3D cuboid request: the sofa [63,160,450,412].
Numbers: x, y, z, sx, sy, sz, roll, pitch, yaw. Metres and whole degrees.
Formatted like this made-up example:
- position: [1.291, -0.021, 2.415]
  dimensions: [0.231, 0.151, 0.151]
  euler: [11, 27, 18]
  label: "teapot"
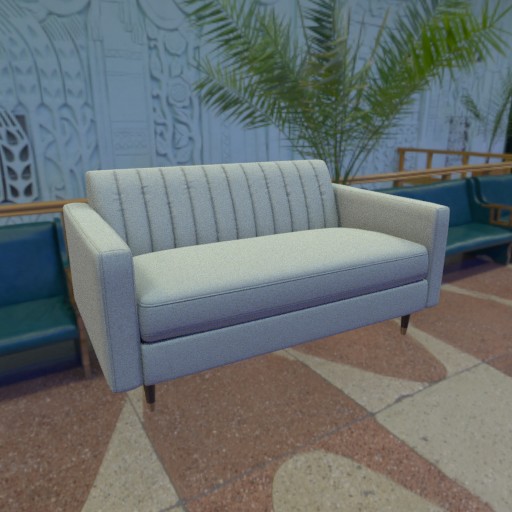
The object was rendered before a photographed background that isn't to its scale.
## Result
- position: [0.000, 0.000, 2.137]
  dimensions: [1.585, 0.801, 0.950]
  euler: [-9, 19, -27]
  label: "sofa"
